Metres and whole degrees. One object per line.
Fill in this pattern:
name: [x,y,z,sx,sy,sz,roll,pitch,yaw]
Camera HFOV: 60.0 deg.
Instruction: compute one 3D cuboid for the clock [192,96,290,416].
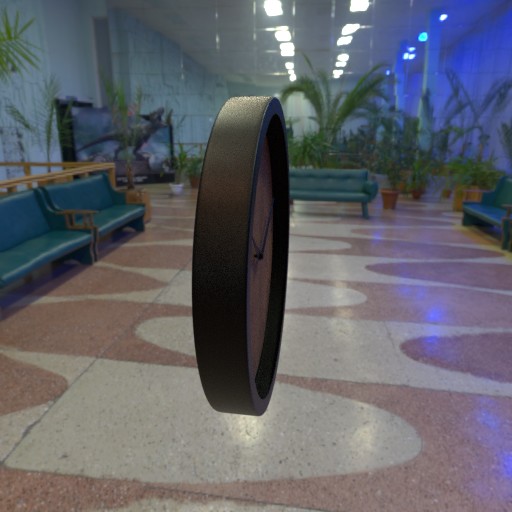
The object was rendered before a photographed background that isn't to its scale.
clock: [0.000,0.000,0.464,0.040,0.314,0.314,3,16,9]
